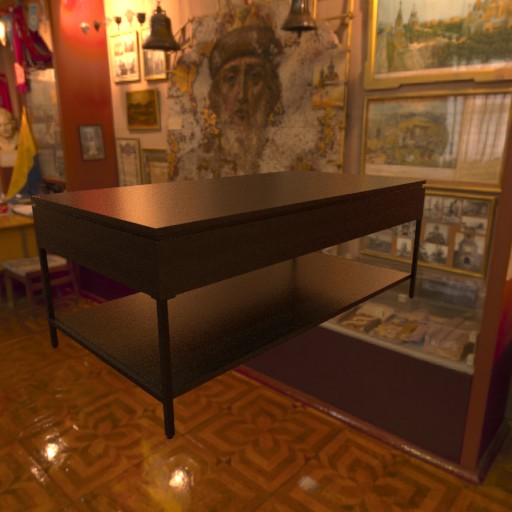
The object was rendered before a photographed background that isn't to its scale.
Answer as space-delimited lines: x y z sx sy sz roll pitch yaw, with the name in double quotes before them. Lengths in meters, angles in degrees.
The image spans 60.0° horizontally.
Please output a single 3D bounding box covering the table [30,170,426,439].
"table" 0.000 0.000 1.397 0.574 0.435 1.095 15 21 42
